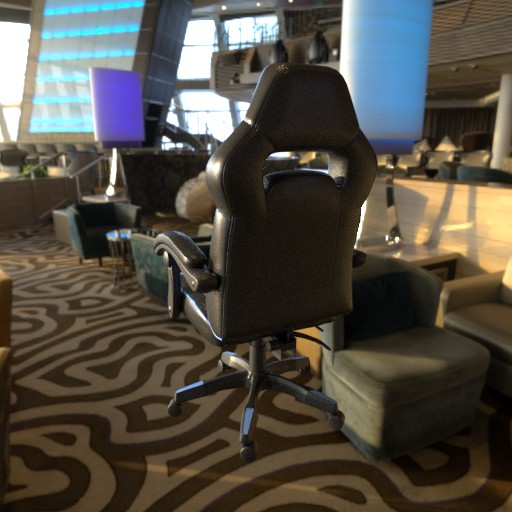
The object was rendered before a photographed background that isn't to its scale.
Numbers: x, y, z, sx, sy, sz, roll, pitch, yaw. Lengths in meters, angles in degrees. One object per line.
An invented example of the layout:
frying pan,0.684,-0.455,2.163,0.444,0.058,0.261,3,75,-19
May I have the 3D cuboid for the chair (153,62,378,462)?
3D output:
chair,0.000,0.000,1.690,0.700,1.280,0.700,-8,16,-28
